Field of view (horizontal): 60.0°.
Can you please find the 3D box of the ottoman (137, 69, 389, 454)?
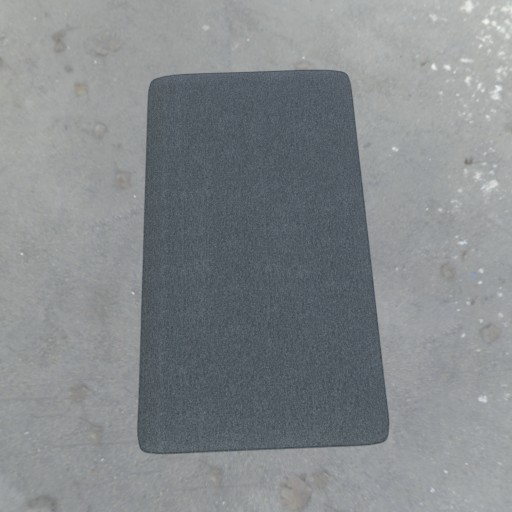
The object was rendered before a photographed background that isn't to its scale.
[{"bbox_3d":[0.000,0.000,1.508,0.681,0.494,1.173,-2,74,-1],"label":"ottoman"}]
